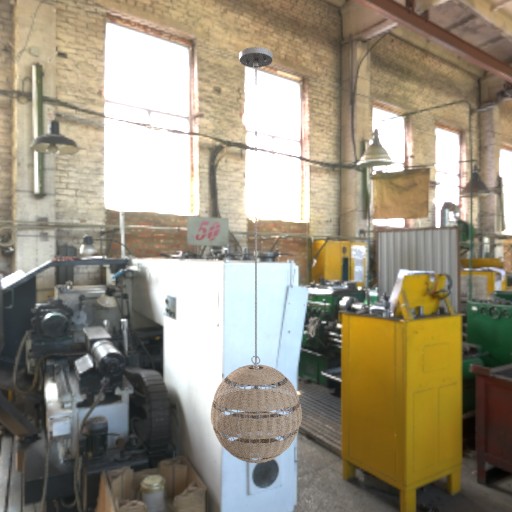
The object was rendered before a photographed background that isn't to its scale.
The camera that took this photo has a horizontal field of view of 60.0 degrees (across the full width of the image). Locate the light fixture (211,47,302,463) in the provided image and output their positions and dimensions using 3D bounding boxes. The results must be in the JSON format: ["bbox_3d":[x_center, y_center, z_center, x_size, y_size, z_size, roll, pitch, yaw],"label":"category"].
[{"bbox_3d":[0.000,0.000,2.227,0.457,2.019,0.457,0,0,20],"label":"light fixture"}]
